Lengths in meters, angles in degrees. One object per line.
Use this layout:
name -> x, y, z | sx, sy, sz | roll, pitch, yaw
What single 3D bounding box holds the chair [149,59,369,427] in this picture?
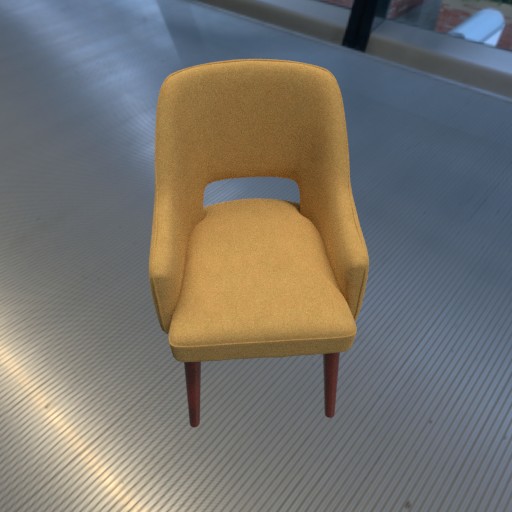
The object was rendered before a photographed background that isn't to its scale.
chair -> 0.000, 0.000, 1.243 | 0.548, 0.849, 0.605 | -3, 48, -3
